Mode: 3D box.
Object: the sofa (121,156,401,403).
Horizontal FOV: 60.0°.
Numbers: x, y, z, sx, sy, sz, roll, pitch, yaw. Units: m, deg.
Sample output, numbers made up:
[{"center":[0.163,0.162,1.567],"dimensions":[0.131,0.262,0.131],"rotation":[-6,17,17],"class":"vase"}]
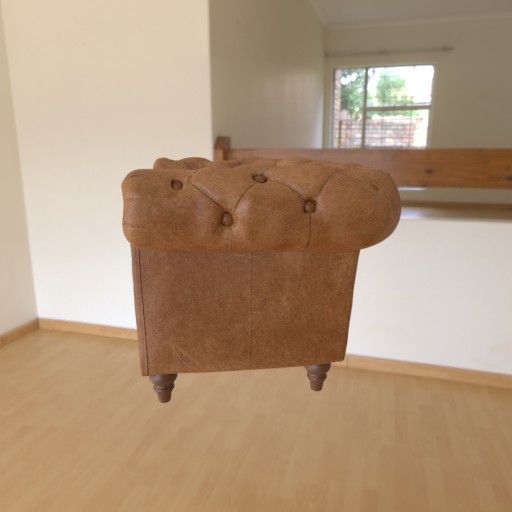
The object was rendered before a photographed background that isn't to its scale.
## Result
[{"center":[0.000,0.000,2.039],"dimensions":[1.033,0.878,1.405],"rotation":[-2,14,-8],"class":"sofa"}]
